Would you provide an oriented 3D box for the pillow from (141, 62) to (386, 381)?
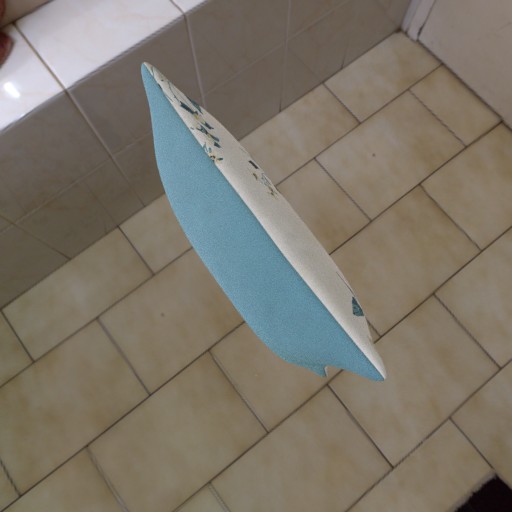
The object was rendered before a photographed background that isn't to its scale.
[{"bbox_3d":[0.000,0.000,0.803,0.166,0.507,0.526,-35,78,-9],"label":"pillow"}]
